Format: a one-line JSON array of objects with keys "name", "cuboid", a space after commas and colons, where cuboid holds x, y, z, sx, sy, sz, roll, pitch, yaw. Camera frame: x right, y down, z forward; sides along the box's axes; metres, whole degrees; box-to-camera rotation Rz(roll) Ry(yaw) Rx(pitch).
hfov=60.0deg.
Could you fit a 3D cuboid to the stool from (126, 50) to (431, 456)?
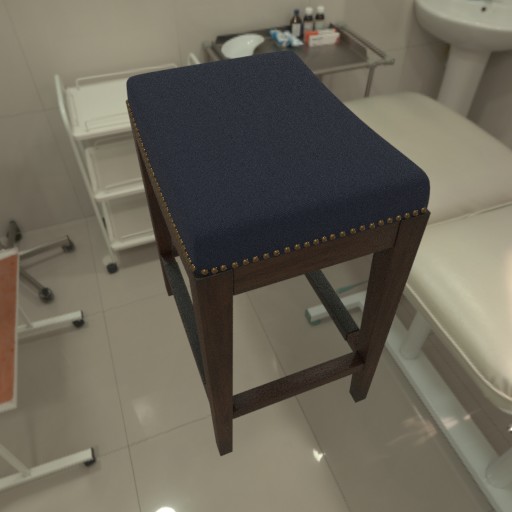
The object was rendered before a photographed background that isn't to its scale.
[{"name": "stool", "cuboid": [0.000, 0.000, 0.931, 0.361, 0.642, 0.500, -16, 49, -14]}]
